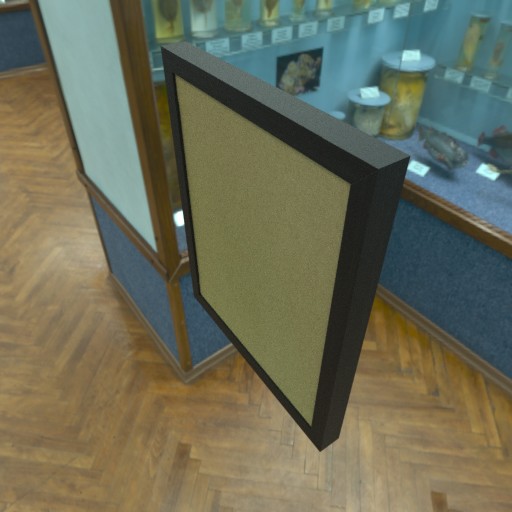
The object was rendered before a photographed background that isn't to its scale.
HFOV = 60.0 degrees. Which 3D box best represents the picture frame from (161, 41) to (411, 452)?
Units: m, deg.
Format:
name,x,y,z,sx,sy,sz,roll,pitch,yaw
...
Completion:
name,x,y,z,sx,sy,sz,roll,pitch,yaw
picture frame,0.000,0.000,0.734,0.044,0.555,0.452,-24,47,-25
